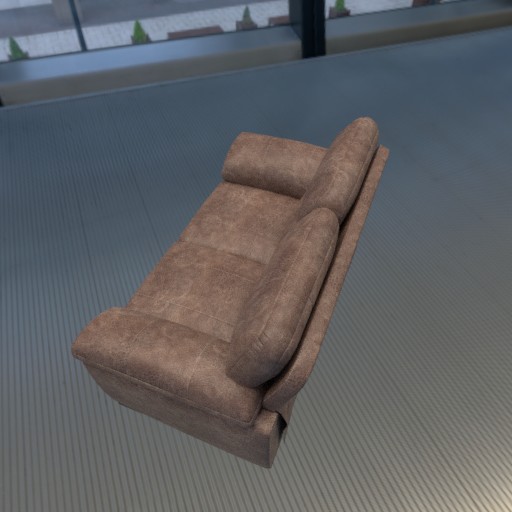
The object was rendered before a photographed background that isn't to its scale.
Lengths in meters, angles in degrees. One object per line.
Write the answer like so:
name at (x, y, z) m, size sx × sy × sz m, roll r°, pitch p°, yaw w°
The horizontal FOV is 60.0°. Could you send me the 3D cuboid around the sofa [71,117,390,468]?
sofa at (0.000, 0.000, 2.314) m, size 0.991 × 0.991 × 1.753 m, roll 16°, pitch 49°, yaw 15°
